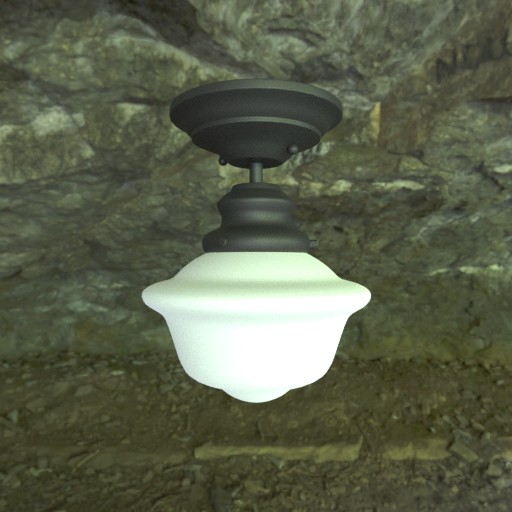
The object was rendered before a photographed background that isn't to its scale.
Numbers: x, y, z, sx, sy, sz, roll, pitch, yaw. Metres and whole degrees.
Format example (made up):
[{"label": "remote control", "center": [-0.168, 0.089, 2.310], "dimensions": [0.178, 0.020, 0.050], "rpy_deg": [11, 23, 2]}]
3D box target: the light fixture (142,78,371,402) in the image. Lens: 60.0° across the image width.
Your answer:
[{"label": "light fixture", "center": [0.000, 0.000, 0.393], "dimensions": [0.197, 0.254, 0.197], "rpy_deg": [0, -1, 0]}]
